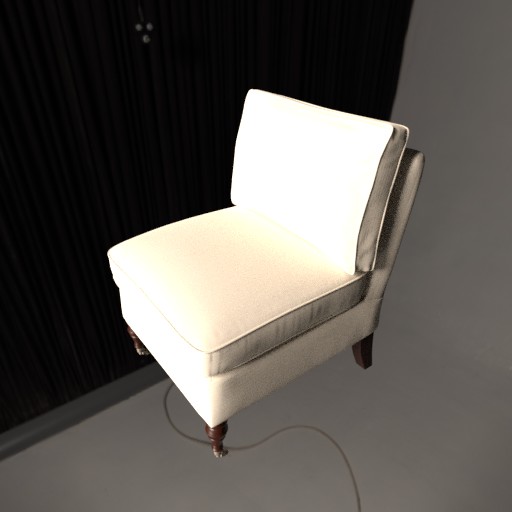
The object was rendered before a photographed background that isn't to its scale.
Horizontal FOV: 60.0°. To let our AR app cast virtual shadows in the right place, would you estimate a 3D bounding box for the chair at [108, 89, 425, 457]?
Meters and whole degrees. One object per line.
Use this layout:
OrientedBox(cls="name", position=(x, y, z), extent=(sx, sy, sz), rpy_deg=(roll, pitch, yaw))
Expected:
OrientedBox(cls="chair", position=(0.000, 0.000, 1.416), extent=(0.781, 0.887, 0.630), rpy_deg=(-21, 37, -31))
